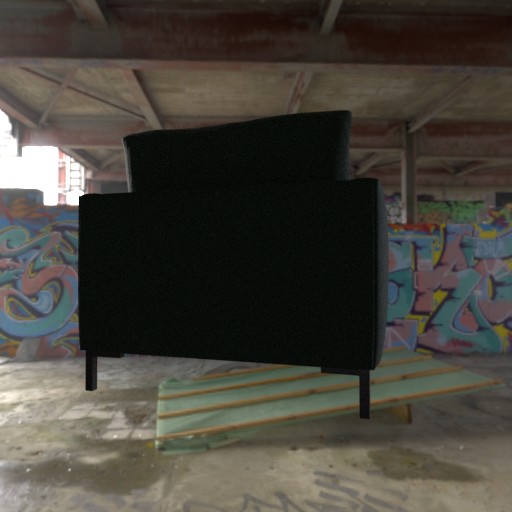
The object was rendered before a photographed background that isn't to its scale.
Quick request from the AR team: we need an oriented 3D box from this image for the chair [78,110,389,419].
[{"bbox_3d":[0.000,0.000,1.679,0.963,0.861,0.866,0,-1,17],"label":"chair"}]
